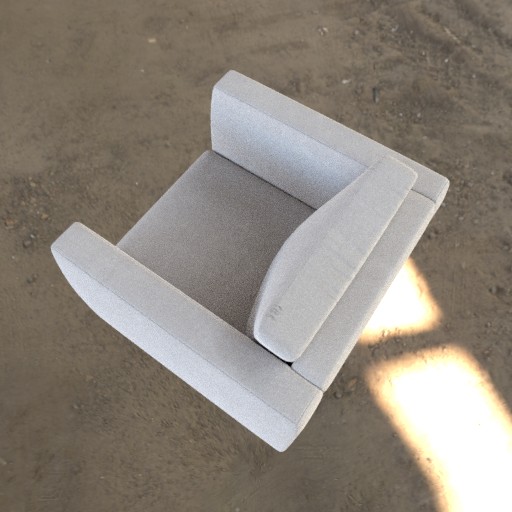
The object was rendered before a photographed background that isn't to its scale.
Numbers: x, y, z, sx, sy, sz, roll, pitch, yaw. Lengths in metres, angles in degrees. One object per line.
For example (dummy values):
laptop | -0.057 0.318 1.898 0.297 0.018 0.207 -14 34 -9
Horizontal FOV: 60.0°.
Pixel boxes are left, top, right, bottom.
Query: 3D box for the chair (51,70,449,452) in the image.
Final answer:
chair | 0.000 0.000 1.669 0.930 0.860 1.000 32 68 15
